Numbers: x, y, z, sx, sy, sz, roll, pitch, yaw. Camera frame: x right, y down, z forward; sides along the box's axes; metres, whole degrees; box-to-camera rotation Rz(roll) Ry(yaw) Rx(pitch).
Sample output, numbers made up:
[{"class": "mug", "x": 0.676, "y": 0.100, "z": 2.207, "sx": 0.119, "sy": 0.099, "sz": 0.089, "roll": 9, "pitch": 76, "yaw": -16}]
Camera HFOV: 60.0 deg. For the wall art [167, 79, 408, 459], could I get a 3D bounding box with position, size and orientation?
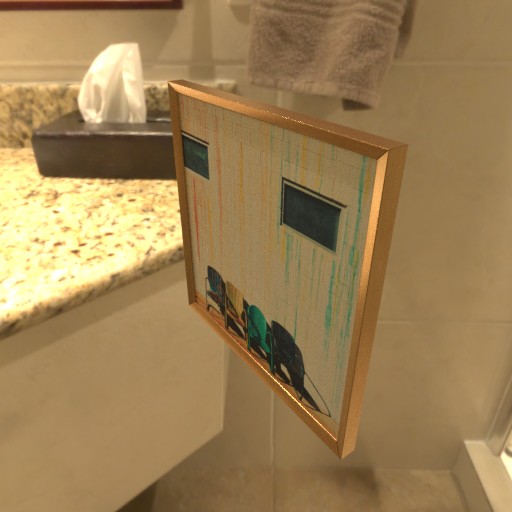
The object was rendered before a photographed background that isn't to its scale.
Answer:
[{"class": "wall art", "x": 0.000, "y": 0.000, "z": 0.457, "sx": 0.019, "sy": 0.302, "sz": 0.302, "roll": -20, "pitch": 36, "yaw": -30}]
